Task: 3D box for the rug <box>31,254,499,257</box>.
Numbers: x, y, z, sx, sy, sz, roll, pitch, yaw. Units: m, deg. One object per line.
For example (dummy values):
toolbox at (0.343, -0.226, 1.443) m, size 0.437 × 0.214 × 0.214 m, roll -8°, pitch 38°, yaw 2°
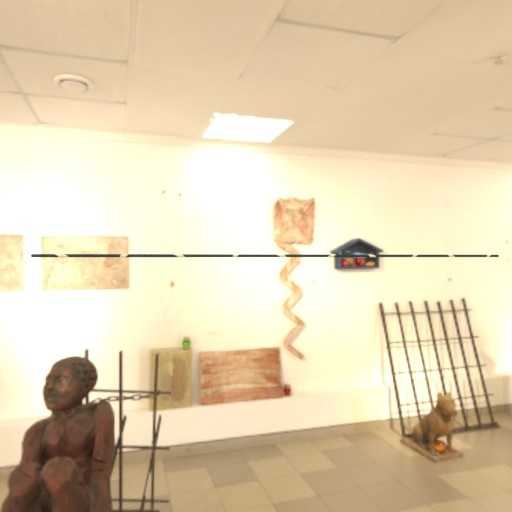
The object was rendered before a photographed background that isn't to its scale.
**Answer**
rug at (0.000, 0.000, 2.115) m, size 1.753 × 0.010 × 1.143 m, roll 0°, pitch 0°, yaw -17°
